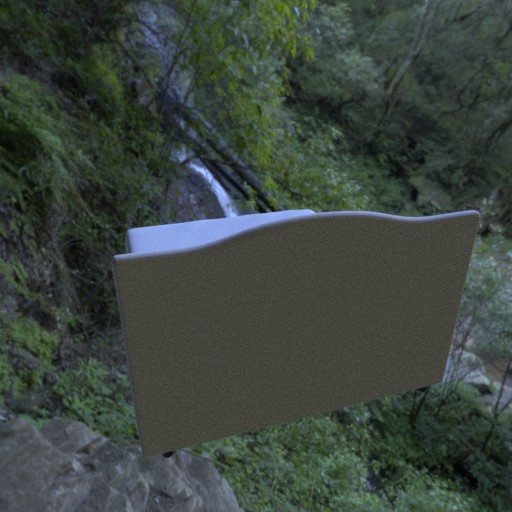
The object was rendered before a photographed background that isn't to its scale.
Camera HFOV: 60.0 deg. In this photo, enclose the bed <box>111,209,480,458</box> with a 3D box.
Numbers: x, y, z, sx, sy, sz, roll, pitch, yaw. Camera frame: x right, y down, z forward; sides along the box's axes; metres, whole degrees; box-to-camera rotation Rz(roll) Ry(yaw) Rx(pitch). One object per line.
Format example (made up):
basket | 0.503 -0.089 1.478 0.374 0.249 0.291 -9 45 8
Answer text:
bed | 0.000 0.000 3.482 2.083 1.421 2.182 -8 26 -16
